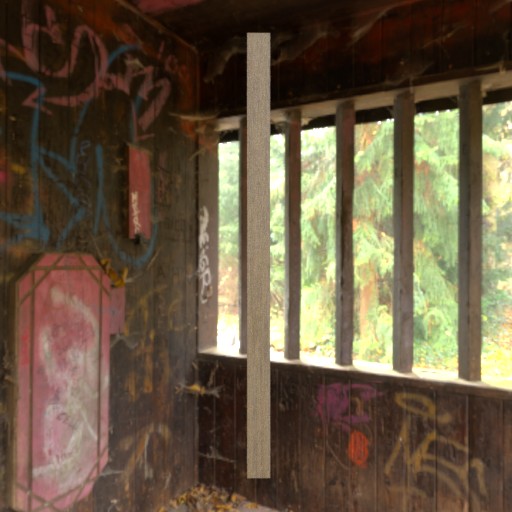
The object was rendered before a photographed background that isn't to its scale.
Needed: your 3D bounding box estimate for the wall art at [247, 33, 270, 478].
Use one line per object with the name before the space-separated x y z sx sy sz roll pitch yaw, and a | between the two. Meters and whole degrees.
wall art | 0.000 0.000 1.133 0.039 0.758 0.758 0 0 -1
